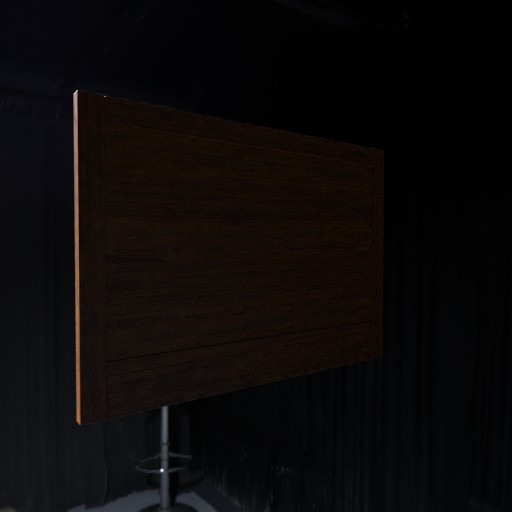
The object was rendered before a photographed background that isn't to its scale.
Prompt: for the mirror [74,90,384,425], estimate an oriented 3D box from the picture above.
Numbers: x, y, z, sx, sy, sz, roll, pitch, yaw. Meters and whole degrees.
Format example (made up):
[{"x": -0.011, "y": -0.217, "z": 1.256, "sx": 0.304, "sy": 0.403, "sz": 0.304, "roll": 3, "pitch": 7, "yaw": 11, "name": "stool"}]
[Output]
[{"x": 0.000, "y": 0.000, "z": 0.963, "sx": 0.758, "sy": 0.537, "sz": 0.084, "roll": -1, "pitch": 2, "yaw": -36, "name": "mirror"}]
